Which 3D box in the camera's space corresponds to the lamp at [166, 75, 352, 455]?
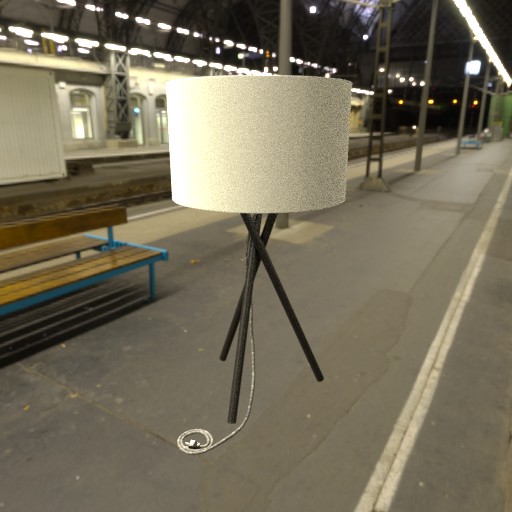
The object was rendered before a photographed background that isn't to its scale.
[{"bbox_3d":[0.000,0.000,0.923,0.353,0.674,0.422,3,17,9],"label":"lamp"}]
